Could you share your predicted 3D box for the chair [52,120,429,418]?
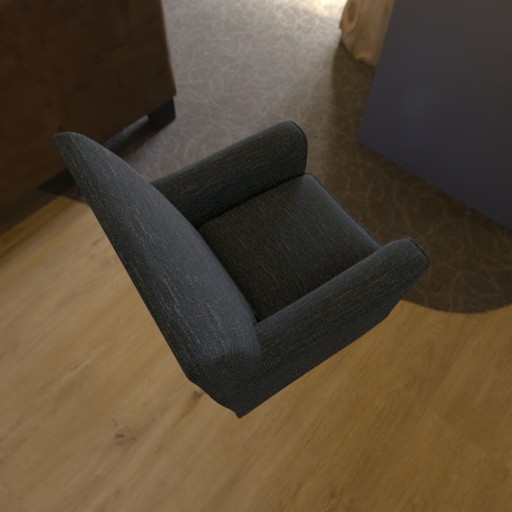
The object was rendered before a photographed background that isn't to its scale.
[{"bbox_3d":[0.000,0.000,1.604,0.873,0.928,0.864,-28,62,-17],"label":"chair"}]
